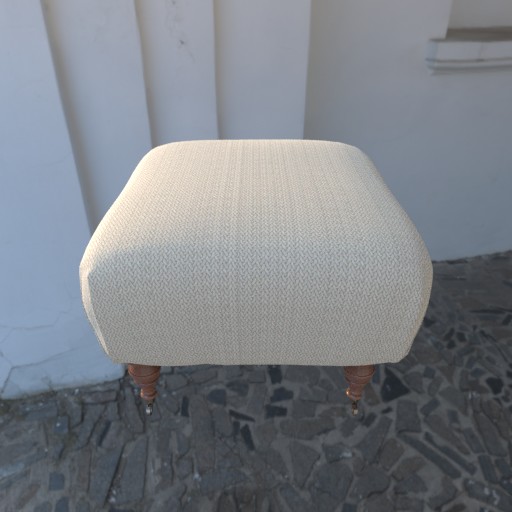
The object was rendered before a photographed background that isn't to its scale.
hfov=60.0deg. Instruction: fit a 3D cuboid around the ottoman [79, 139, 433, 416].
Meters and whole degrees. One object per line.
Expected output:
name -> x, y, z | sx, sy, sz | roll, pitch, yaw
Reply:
ottoman -> 0.000, 0.000, 1.068 | 0.622, 0.447, 0.684 | 0, 31, 0
